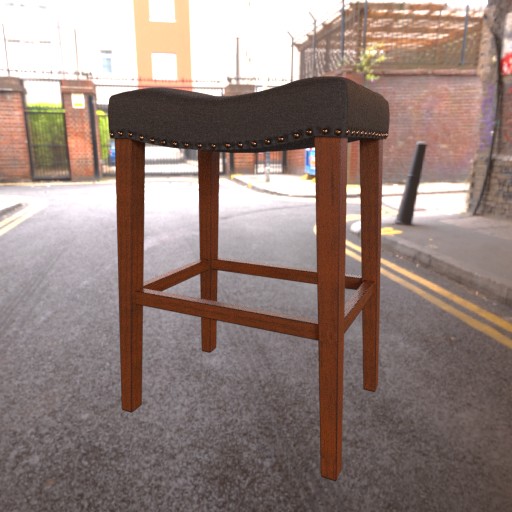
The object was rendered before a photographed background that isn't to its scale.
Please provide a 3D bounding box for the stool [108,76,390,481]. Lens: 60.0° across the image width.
[{"bbox_3d":[0.000,0.000,0.854,0.439,0.612,0.320,7,16,26],"label":"stool"}]
